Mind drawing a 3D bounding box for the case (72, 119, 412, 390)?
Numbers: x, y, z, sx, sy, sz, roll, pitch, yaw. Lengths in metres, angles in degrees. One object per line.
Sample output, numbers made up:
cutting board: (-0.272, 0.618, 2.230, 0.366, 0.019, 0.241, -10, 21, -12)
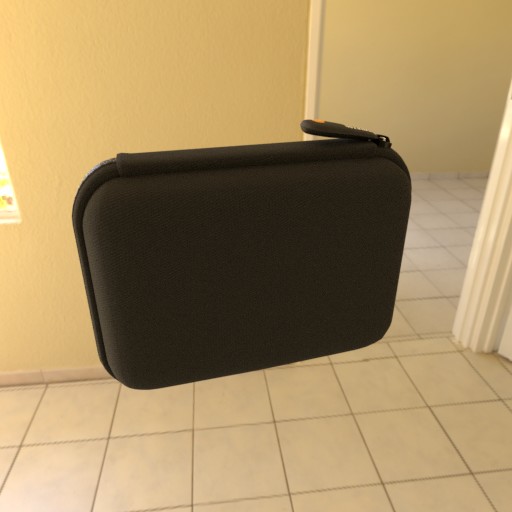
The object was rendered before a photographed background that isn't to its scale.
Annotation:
case: (0.000, 0.000, 0.179, 0.132, 0.105, 0.038, -7, 27, -15)
